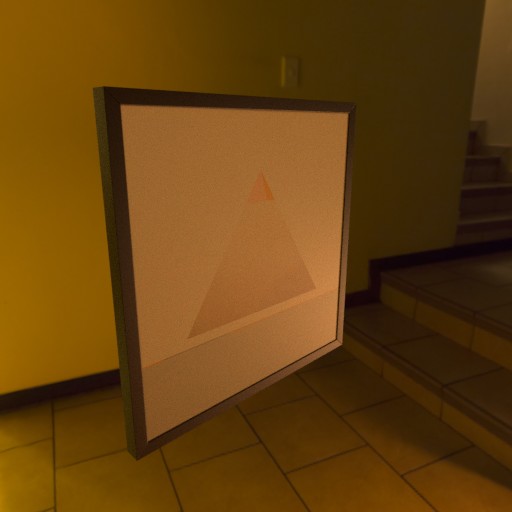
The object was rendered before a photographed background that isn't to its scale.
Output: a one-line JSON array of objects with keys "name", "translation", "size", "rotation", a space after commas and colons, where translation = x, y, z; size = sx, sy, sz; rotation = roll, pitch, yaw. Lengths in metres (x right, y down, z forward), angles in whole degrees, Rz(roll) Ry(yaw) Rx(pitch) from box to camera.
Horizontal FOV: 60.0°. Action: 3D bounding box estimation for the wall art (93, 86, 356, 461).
[{"name": "wall art", "translation": [0.000, 0.000, 0.756], "size": [0.513, 0.511, 0.028], "rotation": [-15, 22, -42]}]
